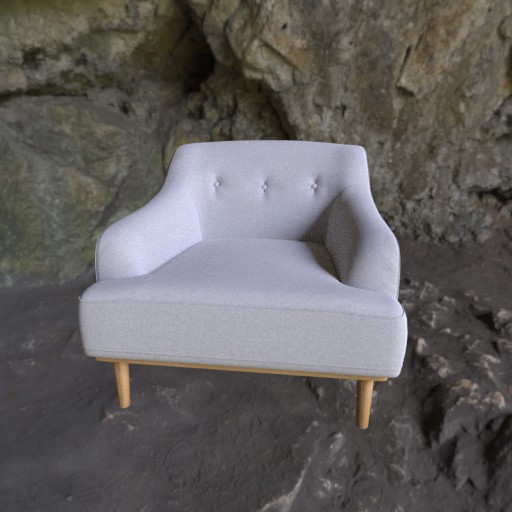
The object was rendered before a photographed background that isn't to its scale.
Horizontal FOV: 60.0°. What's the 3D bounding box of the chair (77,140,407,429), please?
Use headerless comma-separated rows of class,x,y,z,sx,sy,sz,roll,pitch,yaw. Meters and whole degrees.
chair,0.000,0.000,1.640,0.946,0.818,0.951,2,15,8
